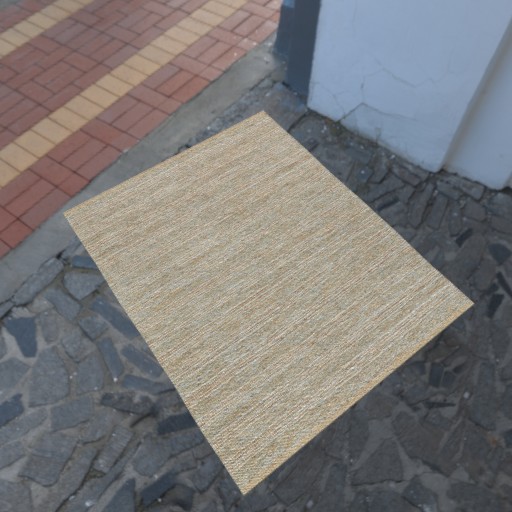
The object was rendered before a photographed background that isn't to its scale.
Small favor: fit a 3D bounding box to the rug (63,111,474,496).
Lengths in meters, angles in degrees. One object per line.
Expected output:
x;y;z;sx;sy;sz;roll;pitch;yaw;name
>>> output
0.000;0.000;4.086;2.471;0.012;3.034;-32;64;-18;rug
